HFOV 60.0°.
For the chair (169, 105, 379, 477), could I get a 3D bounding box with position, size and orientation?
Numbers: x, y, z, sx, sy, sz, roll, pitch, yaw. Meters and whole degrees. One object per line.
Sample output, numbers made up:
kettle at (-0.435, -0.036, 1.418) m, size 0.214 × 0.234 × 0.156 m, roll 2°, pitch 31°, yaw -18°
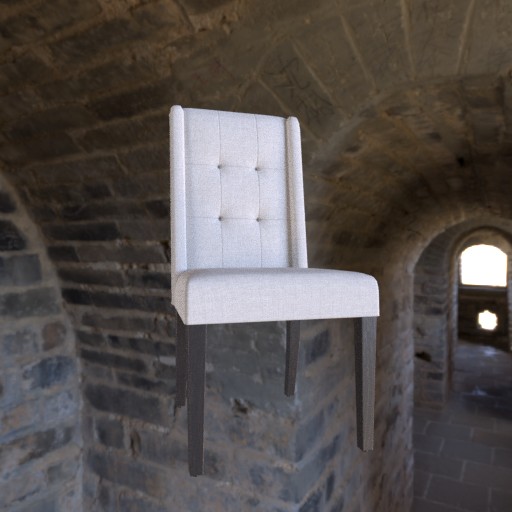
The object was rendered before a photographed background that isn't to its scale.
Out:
chair at (0.000, 0.000, 1.258) m, size 0.474 × 0.961 × 0.523 m, roll 0°, pitch 0°, yaw -17°
